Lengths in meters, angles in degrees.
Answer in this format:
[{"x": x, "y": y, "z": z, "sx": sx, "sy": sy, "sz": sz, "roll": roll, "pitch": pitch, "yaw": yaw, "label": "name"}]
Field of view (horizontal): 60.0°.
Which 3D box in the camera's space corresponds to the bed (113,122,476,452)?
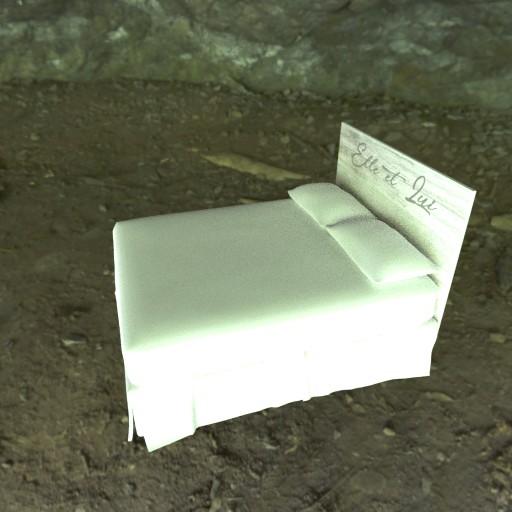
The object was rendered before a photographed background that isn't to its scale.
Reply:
[{"x": 0.000, "y": 0.000, "z": 3.163, "sx": 2.094, "sy": 1.335, "sz": 1.745, "roll": -9, "pitch": 32, "yaw": -15, "label": "bed"}]
